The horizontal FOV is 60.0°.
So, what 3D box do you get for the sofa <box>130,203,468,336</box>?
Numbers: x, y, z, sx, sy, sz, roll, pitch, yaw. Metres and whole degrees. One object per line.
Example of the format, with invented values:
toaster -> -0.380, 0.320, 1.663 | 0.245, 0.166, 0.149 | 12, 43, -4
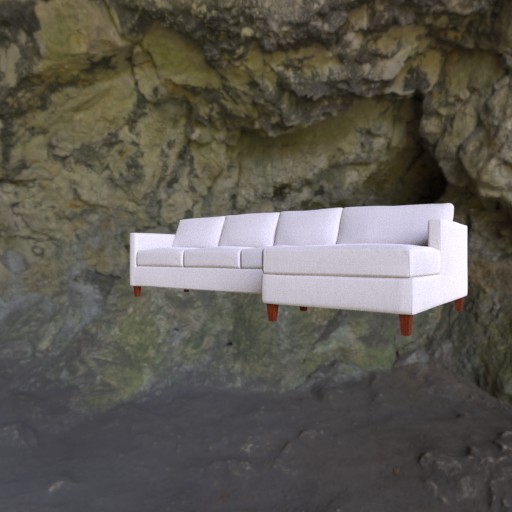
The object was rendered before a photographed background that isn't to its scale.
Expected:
sofa -> 0.000, 0.000, 4.263 | 3.471, 0.954, 1.599 | 0, 0, 36
